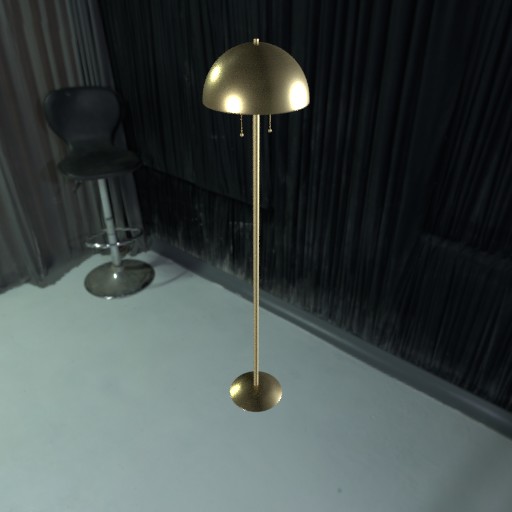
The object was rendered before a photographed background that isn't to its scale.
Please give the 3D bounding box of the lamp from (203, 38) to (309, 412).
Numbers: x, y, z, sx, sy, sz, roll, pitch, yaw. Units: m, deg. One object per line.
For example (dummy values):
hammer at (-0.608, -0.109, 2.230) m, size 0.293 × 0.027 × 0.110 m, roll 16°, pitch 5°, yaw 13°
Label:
lamp at (0.000, 0.000, 1.673) m, size 0.328 × 1.480 × 0.328 m, roll 21°, pitch 38°, yaw 30°
